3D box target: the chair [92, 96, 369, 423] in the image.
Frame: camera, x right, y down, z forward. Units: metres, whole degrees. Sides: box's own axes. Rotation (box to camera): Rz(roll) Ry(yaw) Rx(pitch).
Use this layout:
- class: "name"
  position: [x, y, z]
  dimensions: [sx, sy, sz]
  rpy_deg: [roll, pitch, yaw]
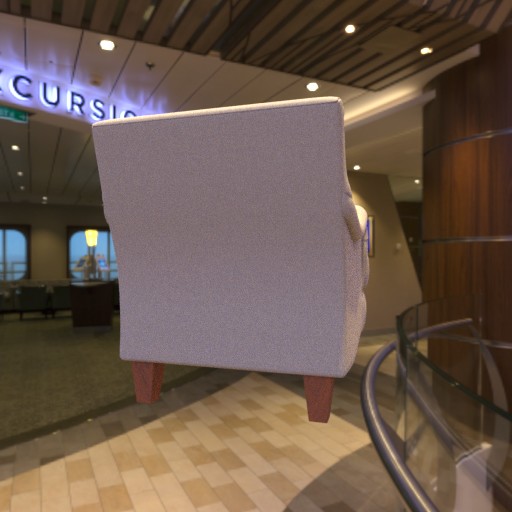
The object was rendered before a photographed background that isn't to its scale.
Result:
- class: "chair"
  position: [0.000, 0.000, 1.866]
  dimensions: [0.895, 1.076, 1.078]
  rpy_deg: [0, 0, 17]
